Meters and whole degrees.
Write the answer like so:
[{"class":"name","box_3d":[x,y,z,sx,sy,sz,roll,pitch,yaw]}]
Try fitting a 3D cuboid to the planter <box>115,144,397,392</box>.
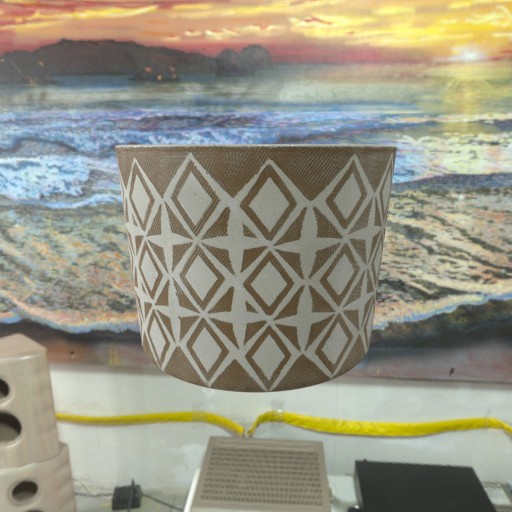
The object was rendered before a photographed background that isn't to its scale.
[{"class":"planter","box_3d":[0.000,0.000,0.454,0.260,0.220,0.260,0,14,0]}]
